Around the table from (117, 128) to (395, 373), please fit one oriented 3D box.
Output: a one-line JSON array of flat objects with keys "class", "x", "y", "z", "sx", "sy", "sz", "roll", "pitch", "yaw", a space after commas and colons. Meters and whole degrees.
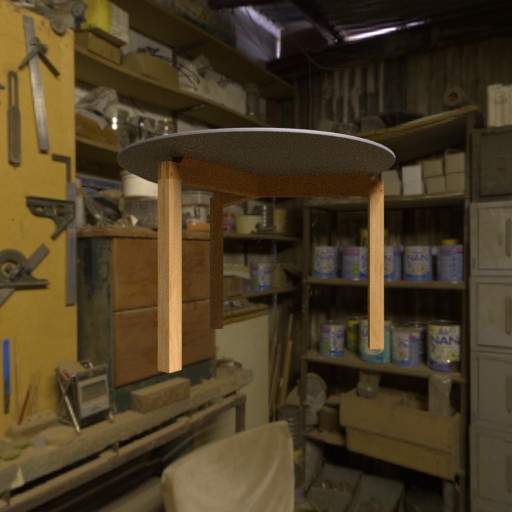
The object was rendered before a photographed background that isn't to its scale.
[{"class": "table", "x": 0.000, "y": 0.000, "z": 1.001, "sx": 0.600, "sy": 0.405, "sz": 0.600, "roll": 0, "pitch": 0, "yaw": 0}]
